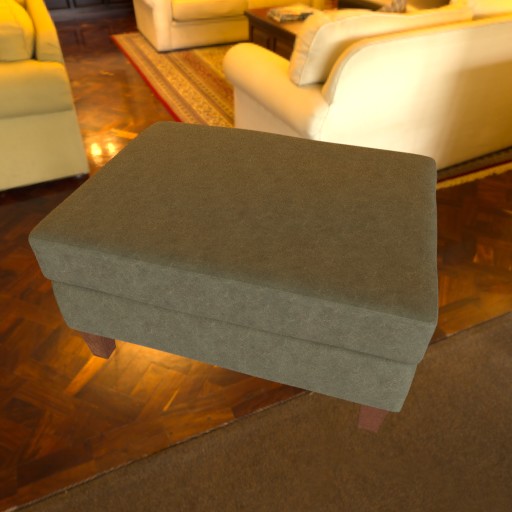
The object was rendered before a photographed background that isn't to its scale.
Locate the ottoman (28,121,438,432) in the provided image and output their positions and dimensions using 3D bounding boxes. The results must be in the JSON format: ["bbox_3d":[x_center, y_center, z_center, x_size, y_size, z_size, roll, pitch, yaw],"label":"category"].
[{"bbox_3d":[0.000,0.000,1.195,0.839,0.464,0.639,11,42,13],"label":"ottoman"}]
